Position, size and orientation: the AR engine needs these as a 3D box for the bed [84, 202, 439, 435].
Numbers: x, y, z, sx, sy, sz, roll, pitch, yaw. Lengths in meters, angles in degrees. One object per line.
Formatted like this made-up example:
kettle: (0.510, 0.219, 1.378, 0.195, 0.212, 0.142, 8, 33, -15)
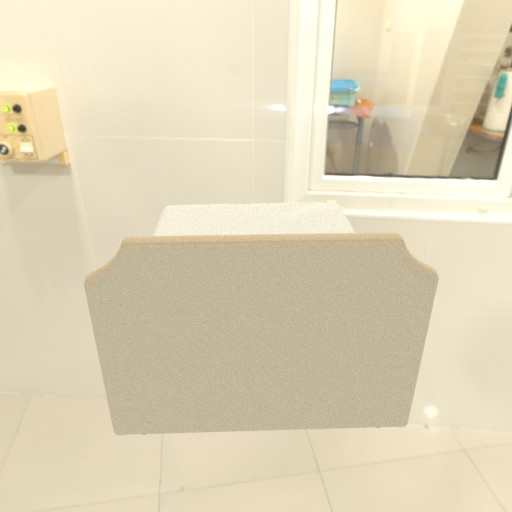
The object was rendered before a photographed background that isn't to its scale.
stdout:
bed: (0.000, 0.000, 3.886, 2.134, 1.524, 2.548, -1, 28, -2)
